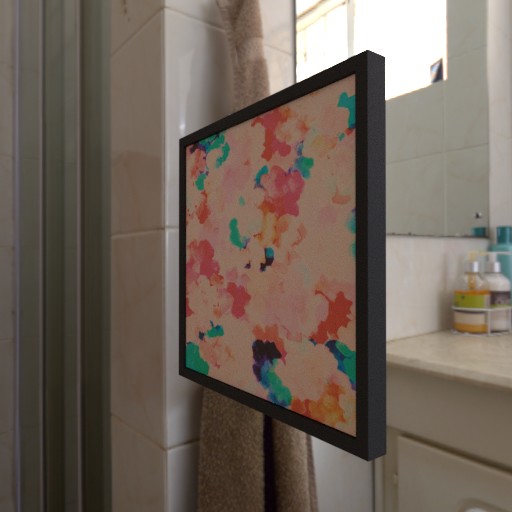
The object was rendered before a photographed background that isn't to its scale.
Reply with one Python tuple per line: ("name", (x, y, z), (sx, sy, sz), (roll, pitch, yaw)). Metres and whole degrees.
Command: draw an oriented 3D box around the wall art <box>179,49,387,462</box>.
("wall art", (0.000, 0.000, 0.754), (0.036, 0.503, 0.506), (0, -1, -37))
